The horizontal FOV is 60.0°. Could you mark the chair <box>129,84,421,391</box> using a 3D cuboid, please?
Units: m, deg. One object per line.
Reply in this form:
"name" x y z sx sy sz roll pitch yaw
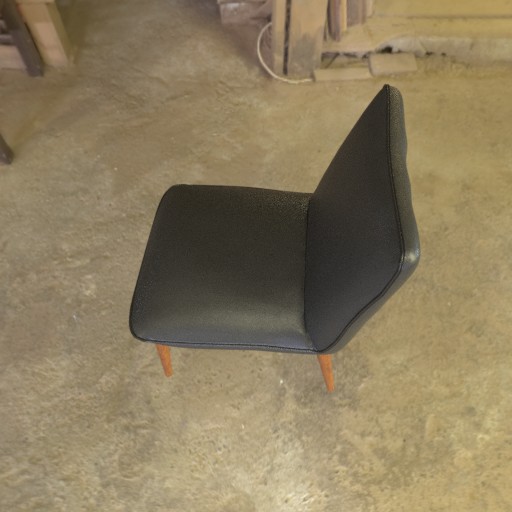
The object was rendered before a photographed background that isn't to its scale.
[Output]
"chair" 0.000 0.000 1.205 0.645 0.801 0.543 1 58 1
